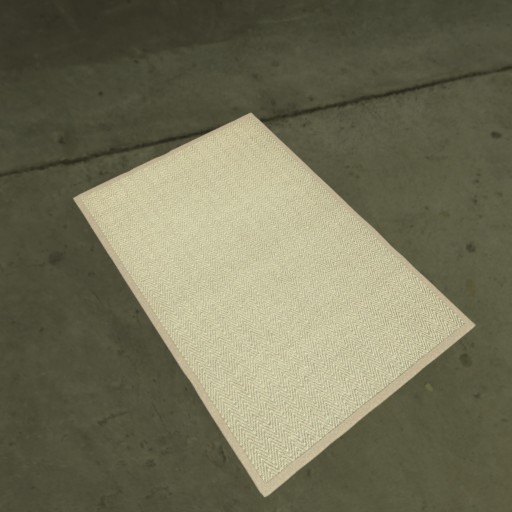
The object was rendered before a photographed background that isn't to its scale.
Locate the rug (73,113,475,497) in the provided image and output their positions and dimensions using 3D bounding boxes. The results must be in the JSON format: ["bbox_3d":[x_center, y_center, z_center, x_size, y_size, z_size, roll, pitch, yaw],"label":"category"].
[{"bbox_3d":[0.000,0.000,2.864,1.540,0.021,2.290,-31,63,-18],"label":"rug"}]
